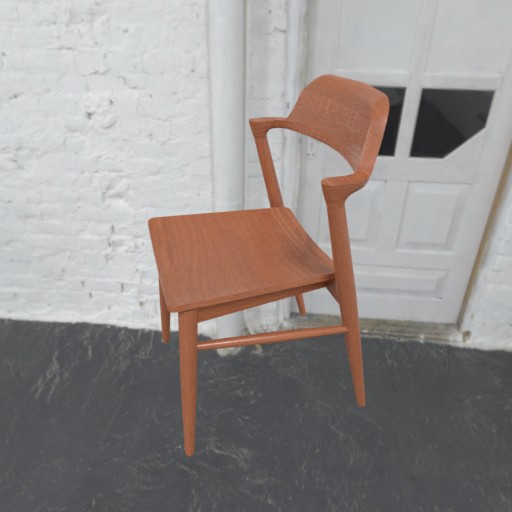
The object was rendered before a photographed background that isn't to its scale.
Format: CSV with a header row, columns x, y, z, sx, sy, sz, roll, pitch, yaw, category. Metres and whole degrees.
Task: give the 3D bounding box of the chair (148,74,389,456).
x,y,z,sx,sy,sz,roll,pitch,yaw,category
0.000,0.000,1.118,0.499,0.801,0.496,-9,33,-15,chair
